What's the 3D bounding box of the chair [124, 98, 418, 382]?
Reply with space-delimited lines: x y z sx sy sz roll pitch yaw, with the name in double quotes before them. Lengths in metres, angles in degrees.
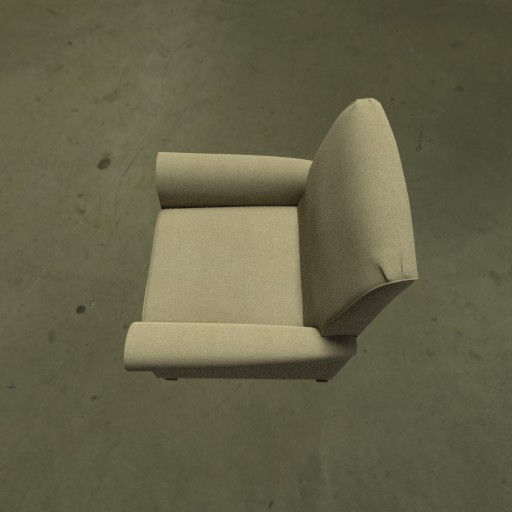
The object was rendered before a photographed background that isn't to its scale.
"chair" 0.000 0.000 1.785 0.905 1.061 0.978 0 58 0
